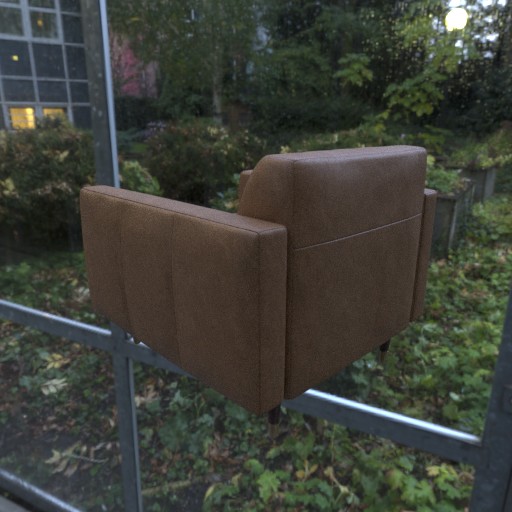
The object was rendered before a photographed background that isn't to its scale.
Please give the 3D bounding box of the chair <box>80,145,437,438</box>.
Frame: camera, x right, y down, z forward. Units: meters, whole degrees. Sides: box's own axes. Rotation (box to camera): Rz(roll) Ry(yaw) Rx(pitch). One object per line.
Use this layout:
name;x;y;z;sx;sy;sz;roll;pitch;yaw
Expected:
chair;0.000;0.000;1.673;0.953;0.819;0.998;-16;23;-42
